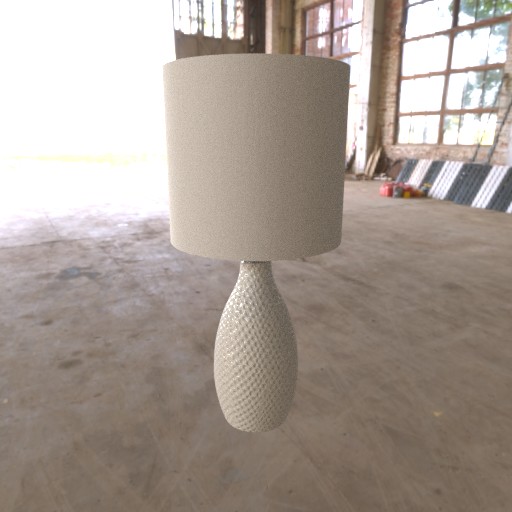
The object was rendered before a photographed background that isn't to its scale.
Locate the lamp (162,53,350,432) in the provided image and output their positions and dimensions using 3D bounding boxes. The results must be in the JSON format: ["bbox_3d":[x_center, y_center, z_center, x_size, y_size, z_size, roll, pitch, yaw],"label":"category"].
[{"bbox_3d":[0.000,0.000,0.574,0.214,0.466,0.214,-3,16,-9],"label":"lamp"}]
